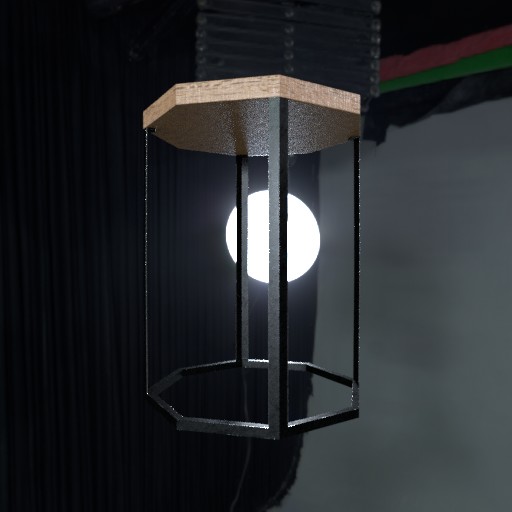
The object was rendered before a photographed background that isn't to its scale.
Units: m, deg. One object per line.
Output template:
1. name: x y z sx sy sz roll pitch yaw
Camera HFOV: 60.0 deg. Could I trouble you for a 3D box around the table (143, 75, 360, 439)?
1. table: 0.000 0.000 0.887 0.437 0.553 0.437 1 1 36
